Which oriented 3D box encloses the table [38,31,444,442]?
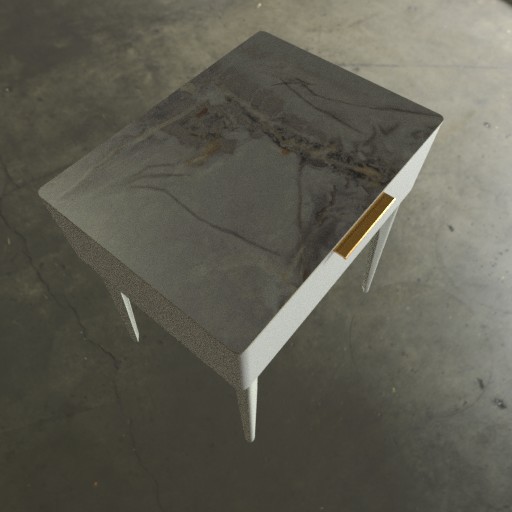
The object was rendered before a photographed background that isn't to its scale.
[{"bbox_3d":[0.000,0.000,0.894,0.400,0.570,0.500,35,64,19],"label":"table"}]
